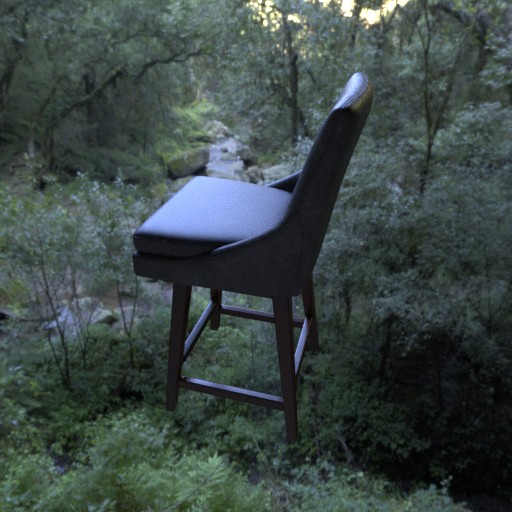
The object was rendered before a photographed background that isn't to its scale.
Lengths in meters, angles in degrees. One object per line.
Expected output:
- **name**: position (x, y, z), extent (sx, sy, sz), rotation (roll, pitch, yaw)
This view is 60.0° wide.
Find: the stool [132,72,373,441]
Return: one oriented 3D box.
- **stool**: position (0.000, 0.000, 1.394), extent (0.587, 1.046, 0.492), rotation (8, 32, 13)
